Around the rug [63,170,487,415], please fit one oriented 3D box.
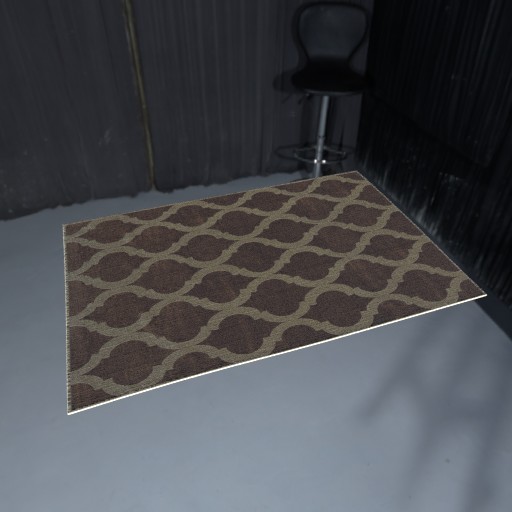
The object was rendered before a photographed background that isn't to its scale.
[{"bbox_3d":[0.000,0.000,2.789,2.284,0.008,1.522,-13,42,-15],"label":"rug"}]
